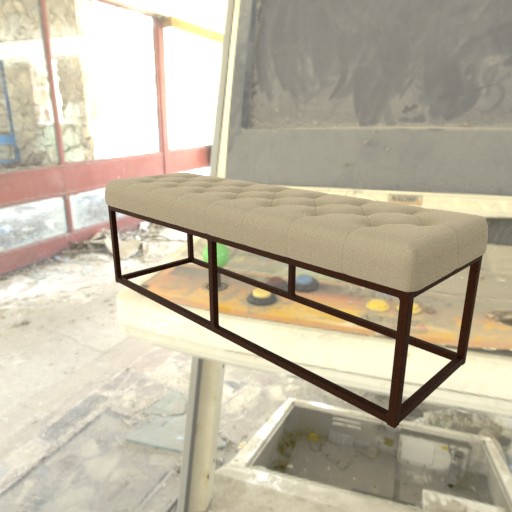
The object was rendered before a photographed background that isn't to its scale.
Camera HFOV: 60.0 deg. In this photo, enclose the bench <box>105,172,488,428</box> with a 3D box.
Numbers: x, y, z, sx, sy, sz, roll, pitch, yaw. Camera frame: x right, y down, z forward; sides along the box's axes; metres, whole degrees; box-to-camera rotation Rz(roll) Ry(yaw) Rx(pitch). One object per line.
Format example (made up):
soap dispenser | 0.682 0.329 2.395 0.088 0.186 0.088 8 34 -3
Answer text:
bench | 0.000 0.000 1.696 0.479 0.488 1.488 -16 24 -42
